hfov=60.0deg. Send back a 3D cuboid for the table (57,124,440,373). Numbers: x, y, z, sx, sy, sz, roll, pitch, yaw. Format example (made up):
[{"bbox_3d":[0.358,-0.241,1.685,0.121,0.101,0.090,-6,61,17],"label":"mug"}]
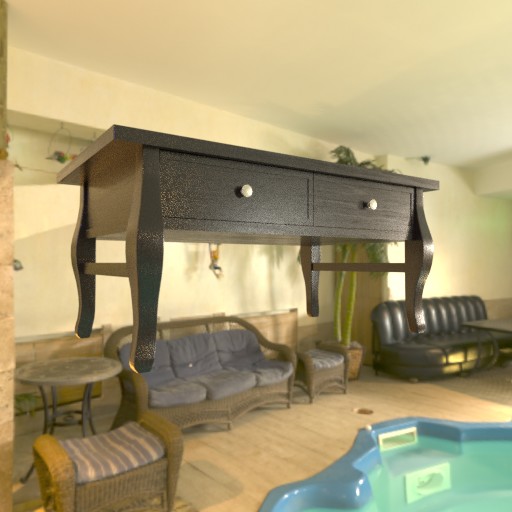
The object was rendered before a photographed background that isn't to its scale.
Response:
[{"bbox_3d":[0.000,0.000,1.394,1.062,0.494,0.600,1,-1,-34],"label":"table"}]
